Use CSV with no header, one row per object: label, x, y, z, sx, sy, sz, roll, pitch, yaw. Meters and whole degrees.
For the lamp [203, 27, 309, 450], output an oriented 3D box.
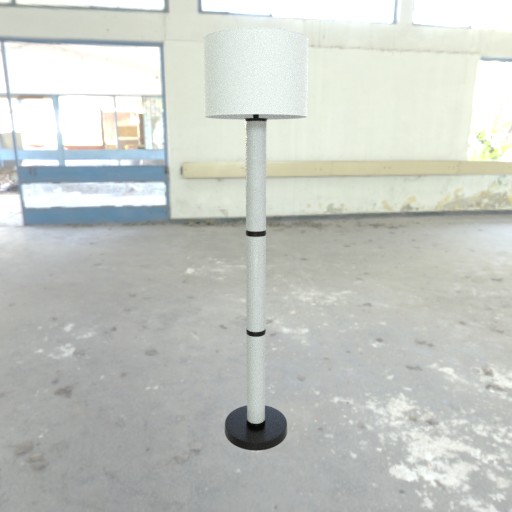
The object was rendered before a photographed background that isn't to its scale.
lamp,0.000,0.000,1.778,0.377,1.599,0.377,-2,15,-7
